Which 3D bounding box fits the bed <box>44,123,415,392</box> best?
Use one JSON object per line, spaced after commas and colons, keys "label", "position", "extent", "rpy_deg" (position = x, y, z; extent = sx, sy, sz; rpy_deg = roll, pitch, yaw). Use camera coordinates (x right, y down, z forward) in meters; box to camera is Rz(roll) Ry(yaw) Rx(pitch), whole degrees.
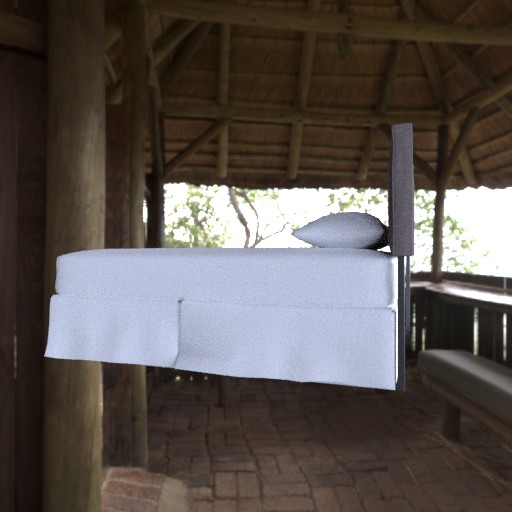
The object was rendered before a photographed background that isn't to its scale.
{"label": "bed", "position": [0.000, 0.000, 2.811], "extent": [1.894, 1.089, 1.610], "rpy_deg": [0, 0, 20]}
